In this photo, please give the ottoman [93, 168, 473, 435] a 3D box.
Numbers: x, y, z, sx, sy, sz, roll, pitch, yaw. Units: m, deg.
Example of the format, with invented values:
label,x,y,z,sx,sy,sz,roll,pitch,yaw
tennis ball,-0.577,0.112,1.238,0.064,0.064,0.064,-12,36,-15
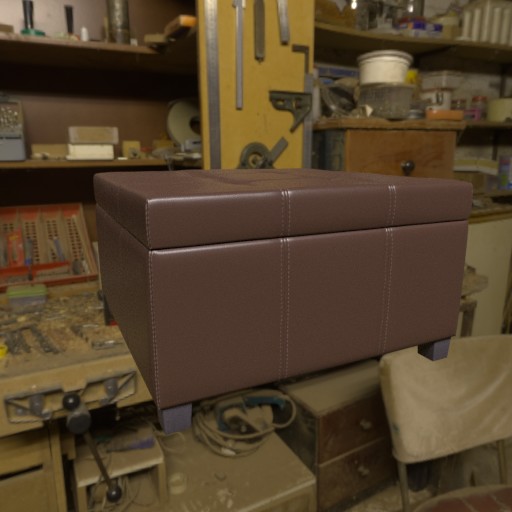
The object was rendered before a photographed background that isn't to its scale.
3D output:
label,x,y,z,sx,sy,sz,roll,pitch,yaw
ottoman,0.000,0.000,1.269,0.787,0.460,0.788,-6,15,-25
